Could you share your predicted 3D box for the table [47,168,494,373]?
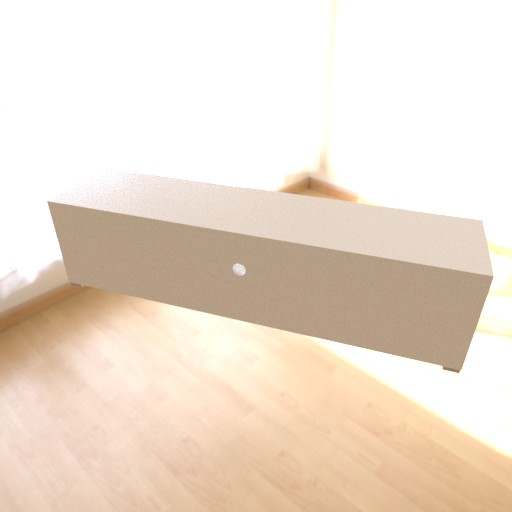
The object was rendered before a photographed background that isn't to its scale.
[{"bbox_3d":[0.000,0.000,1.829,1.650,0.420,0.390,10,34,16],"label":"table"}]
